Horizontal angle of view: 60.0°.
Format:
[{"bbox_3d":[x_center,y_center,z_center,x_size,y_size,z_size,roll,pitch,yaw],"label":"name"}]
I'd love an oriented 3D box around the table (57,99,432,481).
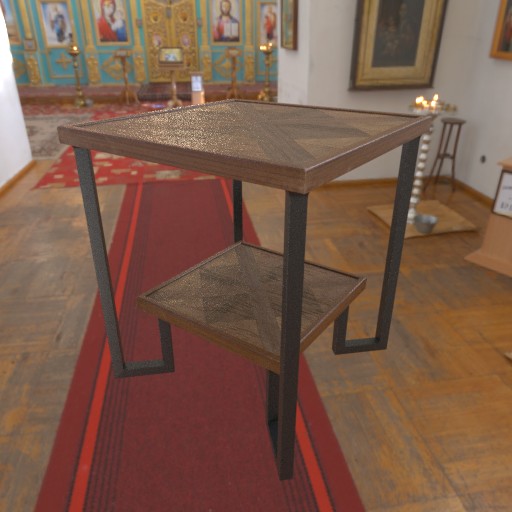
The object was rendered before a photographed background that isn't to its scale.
[{"bbox_3d":[0.000,0.000,0.953,0.503,0.563,0.503,17,31,32],"label":"table"}]
